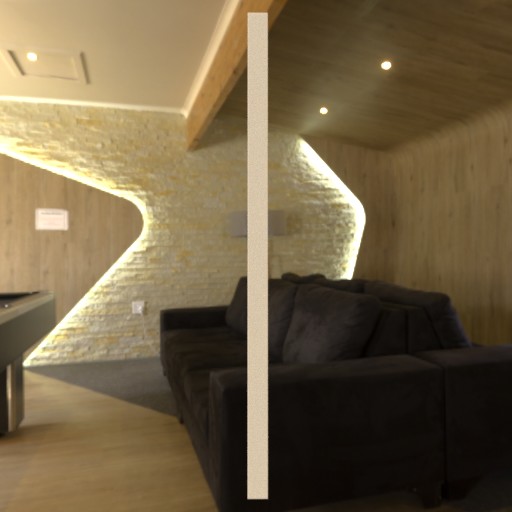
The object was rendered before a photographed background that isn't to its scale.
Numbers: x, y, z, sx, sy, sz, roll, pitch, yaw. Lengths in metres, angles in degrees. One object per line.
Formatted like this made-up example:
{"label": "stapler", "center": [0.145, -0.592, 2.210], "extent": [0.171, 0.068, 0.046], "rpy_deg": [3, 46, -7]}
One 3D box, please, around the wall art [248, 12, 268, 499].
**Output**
{"label": "wall art", "center": [0.000, 0.000, 1.139], "extent": [0.038, 0.914, 0.610], "rpy_deg": [0, 0, -1]}
